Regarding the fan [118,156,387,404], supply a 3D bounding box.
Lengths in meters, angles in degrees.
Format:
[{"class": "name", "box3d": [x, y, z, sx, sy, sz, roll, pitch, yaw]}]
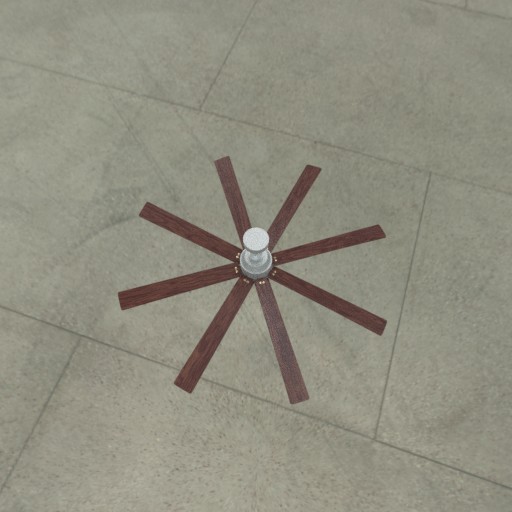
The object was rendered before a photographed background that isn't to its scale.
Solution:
[{"class": "fan", "box3d": [0.000, 0.000, 2.835, 1.830, 0.472, 1.830, -15, 65, -7]}]
